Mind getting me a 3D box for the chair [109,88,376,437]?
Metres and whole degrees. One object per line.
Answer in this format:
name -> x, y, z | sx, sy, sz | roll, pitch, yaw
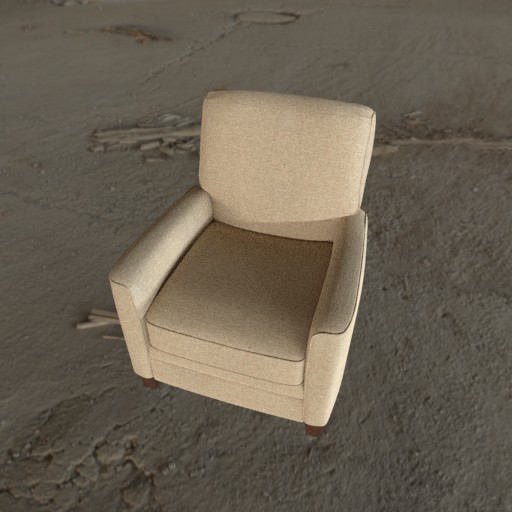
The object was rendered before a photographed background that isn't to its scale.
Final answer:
chair -> 0.000, 0.000, 1.741 | 0.841, 1.028, 0.858 | 11, 41, 14
